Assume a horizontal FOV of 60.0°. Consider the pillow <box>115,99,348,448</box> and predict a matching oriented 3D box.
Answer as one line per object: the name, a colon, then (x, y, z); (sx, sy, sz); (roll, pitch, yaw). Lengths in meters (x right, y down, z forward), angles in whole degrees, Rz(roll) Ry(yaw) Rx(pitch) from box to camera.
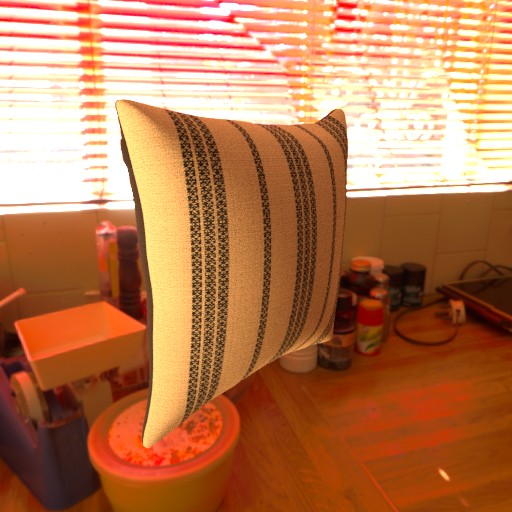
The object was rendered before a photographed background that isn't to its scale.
pillow: (0.000, 0.000, 0.627); (0.173, 0.406, 0.405); (15, 22, 41)
